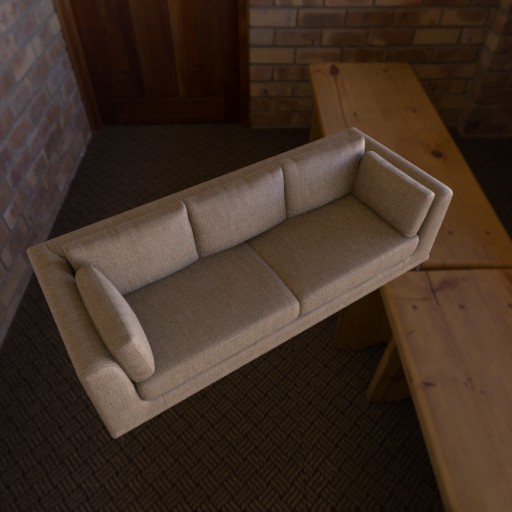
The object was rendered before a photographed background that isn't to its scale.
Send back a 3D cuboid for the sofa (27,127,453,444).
[{"bbox_3d":[0.000,0.000,2.852,2.415,0.867,0.969,-25,51,-22],"label":"sofa"}]
